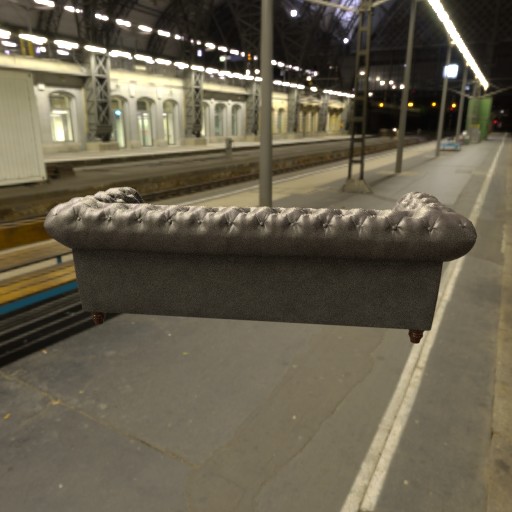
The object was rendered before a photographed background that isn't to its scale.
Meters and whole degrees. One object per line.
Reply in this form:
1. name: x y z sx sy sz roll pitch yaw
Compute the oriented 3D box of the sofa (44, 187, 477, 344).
1. sofa: 0.000 0.000 2.830 2.385 0.783 0.944 2 17 7
